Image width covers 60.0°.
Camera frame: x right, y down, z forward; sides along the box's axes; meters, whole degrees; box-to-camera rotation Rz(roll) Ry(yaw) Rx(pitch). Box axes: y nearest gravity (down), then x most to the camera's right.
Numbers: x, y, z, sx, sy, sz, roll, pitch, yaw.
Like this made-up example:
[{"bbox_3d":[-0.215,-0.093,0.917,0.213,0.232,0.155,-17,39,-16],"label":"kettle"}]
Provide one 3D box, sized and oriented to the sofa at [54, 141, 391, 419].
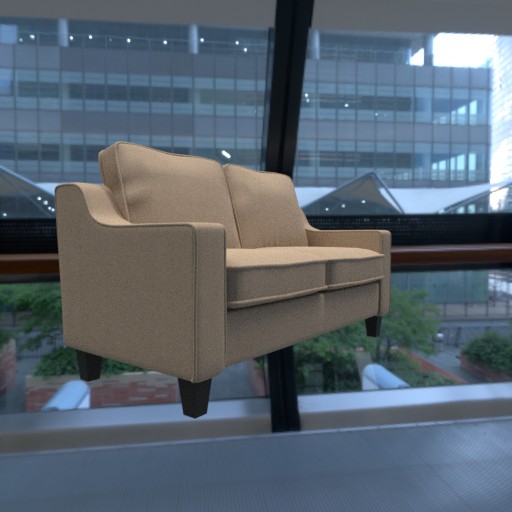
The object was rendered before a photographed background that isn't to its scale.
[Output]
[{"bbox_3d":[0.000,0.000,3.520,1.351,1.562,2.587,2,3,37],"label":"sofa"}]
